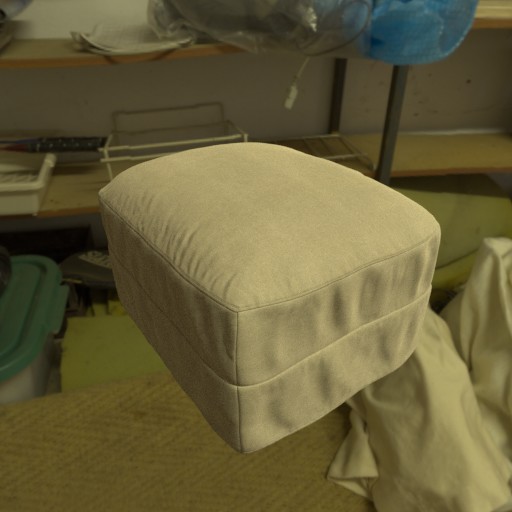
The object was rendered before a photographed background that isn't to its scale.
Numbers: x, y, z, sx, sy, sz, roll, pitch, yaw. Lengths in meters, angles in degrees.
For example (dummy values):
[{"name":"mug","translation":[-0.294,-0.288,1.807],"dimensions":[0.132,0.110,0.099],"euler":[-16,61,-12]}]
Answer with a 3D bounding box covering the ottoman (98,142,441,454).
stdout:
[{"name":"ottoman","translation":[0.000,0.000,1.115],"dimensions":[0.584,0.480,0.712],"euler":[-20,37,-29]}]
